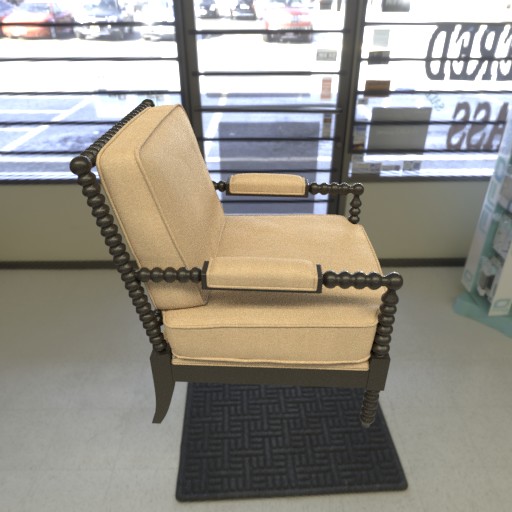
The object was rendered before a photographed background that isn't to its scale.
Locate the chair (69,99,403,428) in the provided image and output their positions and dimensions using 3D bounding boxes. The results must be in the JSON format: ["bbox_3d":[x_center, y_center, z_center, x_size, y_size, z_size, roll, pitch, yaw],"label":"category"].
[{"bbox_3d":[0.000,0.000,1.173,0.657,0.703,0.555,1,31,2],"label":"chair"}]
